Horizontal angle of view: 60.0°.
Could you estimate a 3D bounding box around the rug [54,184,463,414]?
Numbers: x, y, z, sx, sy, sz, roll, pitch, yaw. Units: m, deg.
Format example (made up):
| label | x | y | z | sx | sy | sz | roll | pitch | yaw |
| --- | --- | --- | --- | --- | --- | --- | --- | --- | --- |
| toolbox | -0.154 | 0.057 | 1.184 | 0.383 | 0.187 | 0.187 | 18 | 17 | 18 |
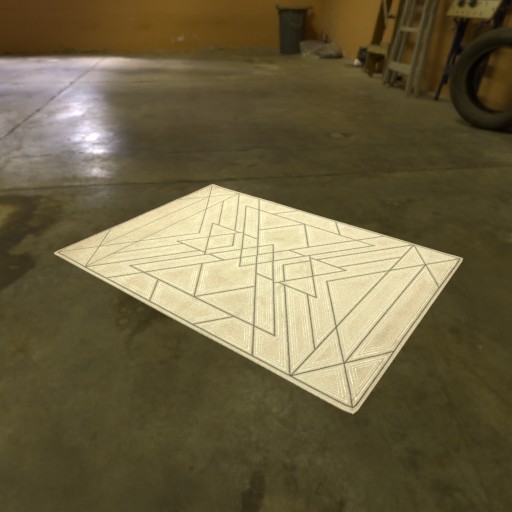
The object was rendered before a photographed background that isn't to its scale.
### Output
| label | x | y | z | sx | sy | sz | roll | pitch | yaw |
| --- | --- | --- | --- | --- | --- | --- | --- | --- | --- |
| rug | 0.000 | 0.000 | 4.489 | 3.381 | 0.026 | 2.436 | 21 | 36 | 32 |
